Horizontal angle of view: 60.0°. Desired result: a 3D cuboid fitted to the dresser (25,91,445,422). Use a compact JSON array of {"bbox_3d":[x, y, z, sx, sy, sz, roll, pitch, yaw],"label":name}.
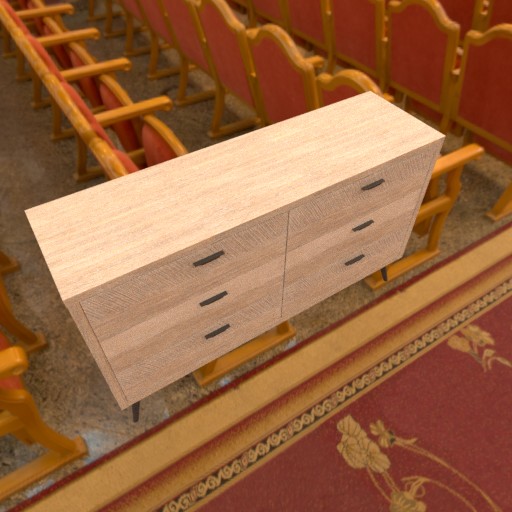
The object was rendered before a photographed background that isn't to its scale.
[{"bbox_3d":[0.000,0.000,1.948,1.524,0.914,0.457,-25,52,-21],"label":"dresser"}]
